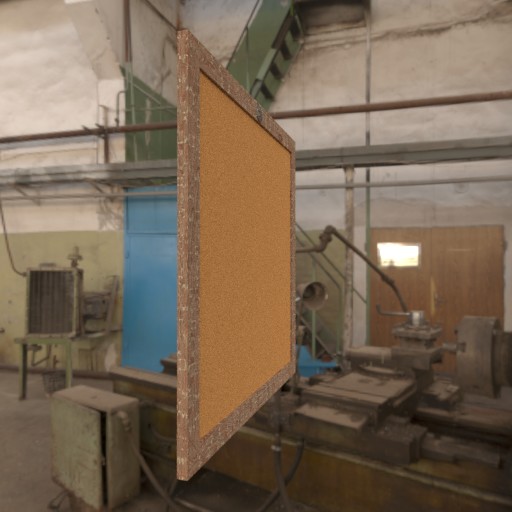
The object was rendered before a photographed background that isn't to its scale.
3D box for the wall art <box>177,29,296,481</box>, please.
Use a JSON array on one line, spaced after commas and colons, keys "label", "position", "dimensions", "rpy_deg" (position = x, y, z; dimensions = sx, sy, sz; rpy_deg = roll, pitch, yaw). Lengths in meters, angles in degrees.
[{"label": "wall art", "position": [0.000, 0.000, 0.560], "dimensions": [0.012, 0.384, 0.384], "rpy_deg": [0, -1, 19]}]
